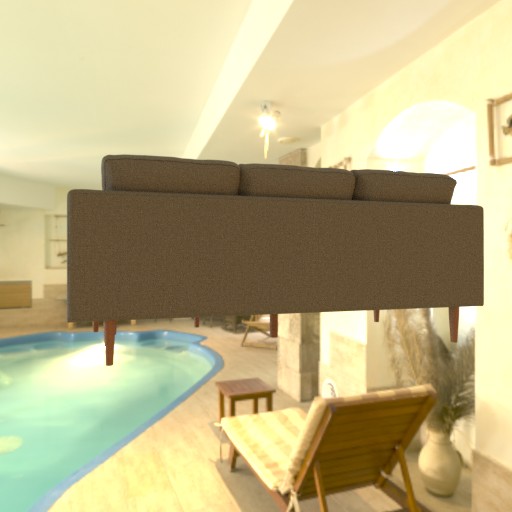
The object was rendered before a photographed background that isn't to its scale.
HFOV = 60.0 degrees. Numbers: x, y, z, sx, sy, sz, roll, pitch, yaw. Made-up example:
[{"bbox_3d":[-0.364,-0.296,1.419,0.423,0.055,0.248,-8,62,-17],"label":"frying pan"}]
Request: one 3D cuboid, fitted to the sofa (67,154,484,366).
[{"bbox_3d":[0.000,0.000,2.777,2.031,0.897,1.591,0,0,-17],"label":"sofa"}]
